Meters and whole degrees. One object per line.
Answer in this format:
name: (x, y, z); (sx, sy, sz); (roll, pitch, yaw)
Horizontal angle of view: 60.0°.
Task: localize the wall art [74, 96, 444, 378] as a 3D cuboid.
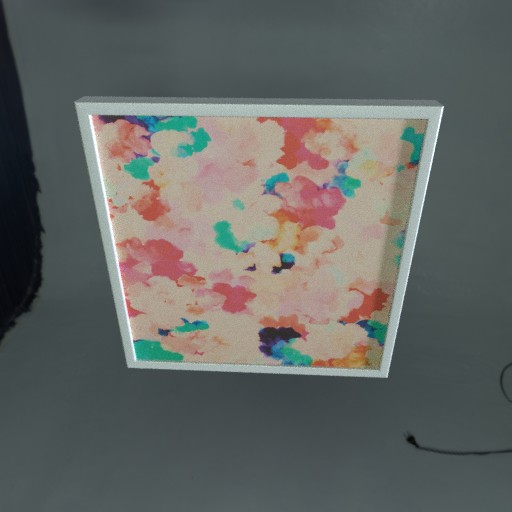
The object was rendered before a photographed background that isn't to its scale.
wall art: (0.000, 0.000, 0.750); (0.506, 0.505, 0.038); (2, 31, 3)
